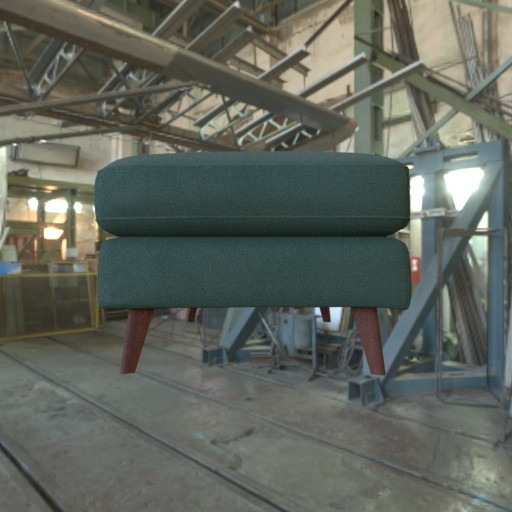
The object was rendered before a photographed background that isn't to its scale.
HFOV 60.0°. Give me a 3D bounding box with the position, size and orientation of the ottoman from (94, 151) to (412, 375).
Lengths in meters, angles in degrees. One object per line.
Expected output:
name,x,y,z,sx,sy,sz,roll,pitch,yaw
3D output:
ottoman,0.000,0.000,1.190,0.608,0.449,0.811,0,0,1
